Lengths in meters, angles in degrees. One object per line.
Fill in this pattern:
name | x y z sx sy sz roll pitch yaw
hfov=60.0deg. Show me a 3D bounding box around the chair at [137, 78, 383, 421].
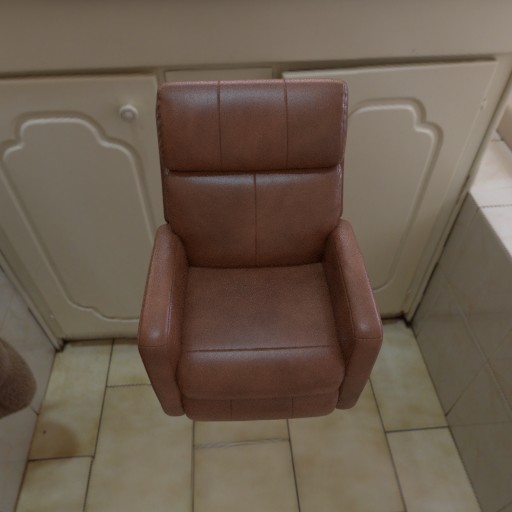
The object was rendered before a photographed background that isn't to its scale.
chair | 0.000 0.000 1.678 0.787 1.016 0.939 -2 47 -2
